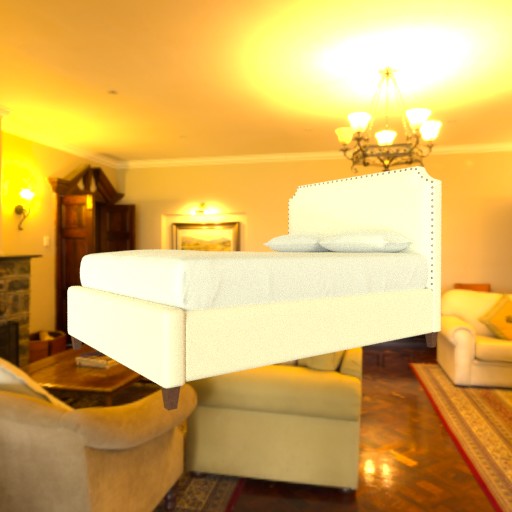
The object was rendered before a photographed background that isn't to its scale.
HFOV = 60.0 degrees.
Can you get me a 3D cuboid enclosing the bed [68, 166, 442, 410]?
[{"bbox_3d":[0.000,0.000,3.399,2.329,1.415,1.703,-1,1,-37],"label":"bed"}]
